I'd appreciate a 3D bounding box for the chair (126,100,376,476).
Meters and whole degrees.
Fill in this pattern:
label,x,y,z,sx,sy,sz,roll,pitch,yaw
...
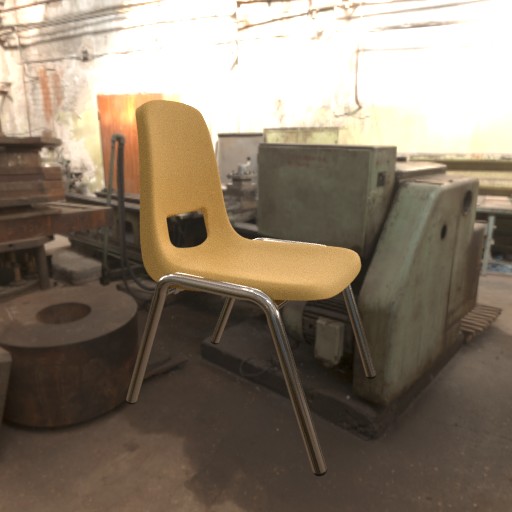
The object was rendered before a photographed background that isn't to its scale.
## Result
label,x,y,z,sx,sy,sz,roll,pitch,yaw
chair,0.000,0.000,0.858,0.423,0.586,0.354,7,16,27
